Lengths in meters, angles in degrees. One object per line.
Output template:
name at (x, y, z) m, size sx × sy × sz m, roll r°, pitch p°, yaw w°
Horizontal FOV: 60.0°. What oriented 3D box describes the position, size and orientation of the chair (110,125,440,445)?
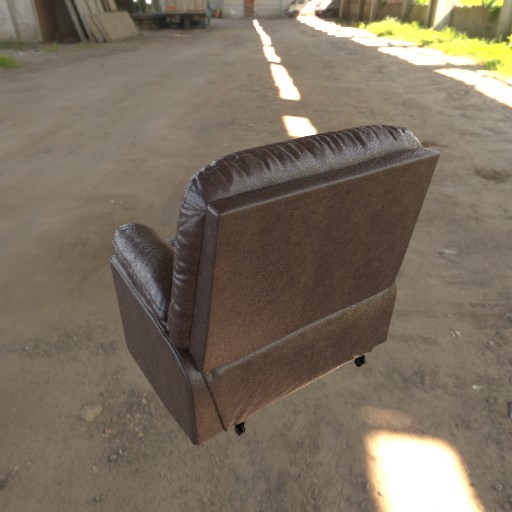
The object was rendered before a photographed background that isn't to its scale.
chair at (0.000, 0.000, 1.689) m, size 0.940 × 1.041 × 0.879 m, roll -19°, pitch 35°, yaw -29°
